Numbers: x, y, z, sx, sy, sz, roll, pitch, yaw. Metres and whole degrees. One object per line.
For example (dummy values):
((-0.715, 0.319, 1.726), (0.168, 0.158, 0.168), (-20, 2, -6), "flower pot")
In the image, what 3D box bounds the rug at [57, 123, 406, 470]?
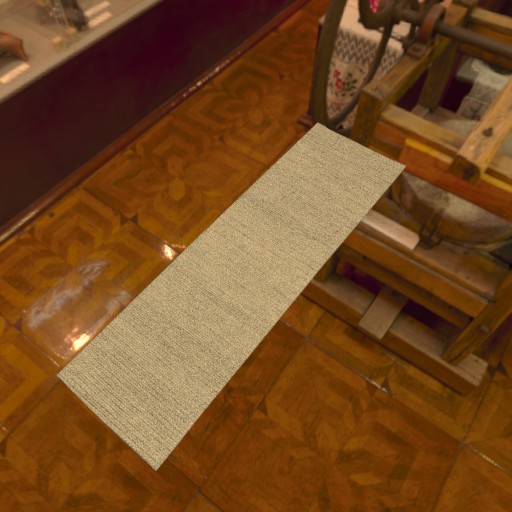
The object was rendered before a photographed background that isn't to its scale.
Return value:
((0.000, 0.000, 2.551), (0.692, 0.032, 2.320), (34, 64, 19), "rug")
